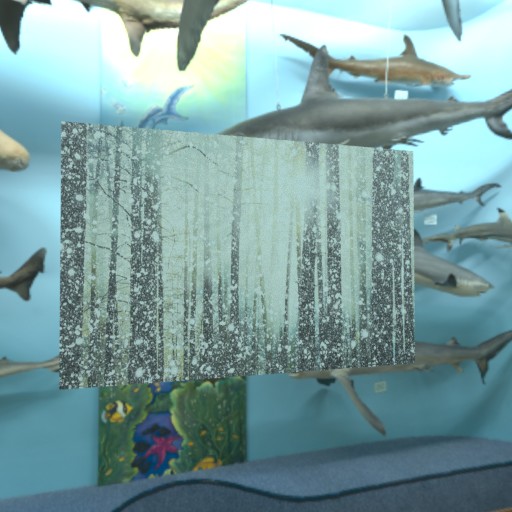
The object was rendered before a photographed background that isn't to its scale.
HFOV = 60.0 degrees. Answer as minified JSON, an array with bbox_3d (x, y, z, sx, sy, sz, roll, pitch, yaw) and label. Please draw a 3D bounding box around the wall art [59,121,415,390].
[{"bbox_3d":[0.000,0.000,1.134,0.919,0.598,0.038,0,-1,-16],"label":"wall art"}]
